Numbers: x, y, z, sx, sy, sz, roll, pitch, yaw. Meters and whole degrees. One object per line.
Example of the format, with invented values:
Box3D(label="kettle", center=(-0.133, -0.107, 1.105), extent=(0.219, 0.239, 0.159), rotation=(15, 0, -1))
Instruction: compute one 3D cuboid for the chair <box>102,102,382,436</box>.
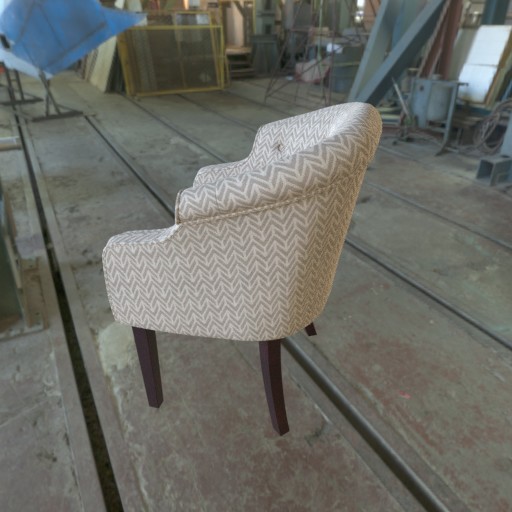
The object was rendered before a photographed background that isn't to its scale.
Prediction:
Box3D(label="chair", center=(0.000, 0.000, 1.296), extent=(0.613, 0.858, 0.686), rotation=(8, 30, 15))
